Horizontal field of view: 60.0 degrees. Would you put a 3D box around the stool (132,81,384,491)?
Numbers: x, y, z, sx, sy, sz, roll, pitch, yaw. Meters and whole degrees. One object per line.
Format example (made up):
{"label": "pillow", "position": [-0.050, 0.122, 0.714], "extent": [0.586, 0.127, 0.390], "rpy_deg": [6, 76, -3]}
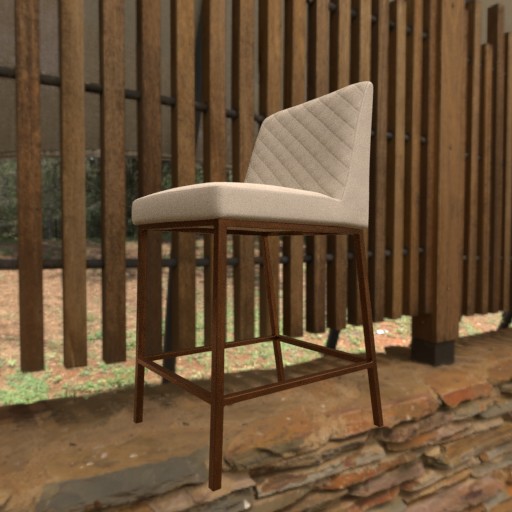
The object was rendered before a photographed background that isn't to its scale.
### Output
{"label": "stool", "position": [0.000, 0.000, 1.269], "extent": [0.576, 0.973, 0.507], "rpy_deg": [-1, 2, -36]}
